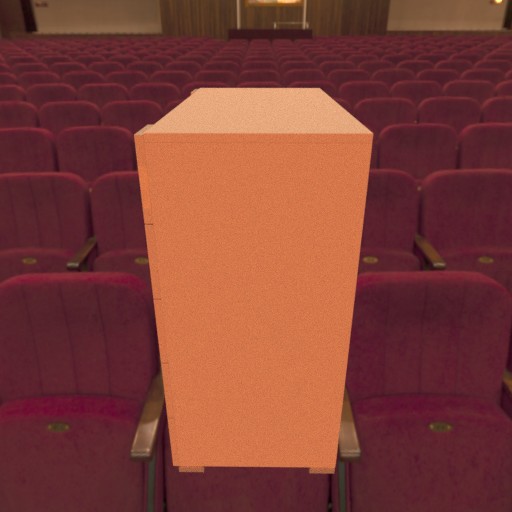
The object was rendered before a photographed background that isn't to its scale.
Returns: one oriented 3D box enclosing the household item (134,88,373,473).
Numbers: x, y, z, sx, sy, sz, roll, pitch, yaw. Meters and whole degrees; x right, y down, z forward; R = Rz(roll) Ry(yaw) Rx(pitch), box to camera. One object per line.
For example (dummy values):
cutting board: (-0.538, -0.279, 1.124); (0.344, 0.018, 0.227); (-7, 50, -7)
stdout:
household item: (0.000, 0.000, 1.326); (0.420, 0.870, 0.800); (0, 26, 1)
